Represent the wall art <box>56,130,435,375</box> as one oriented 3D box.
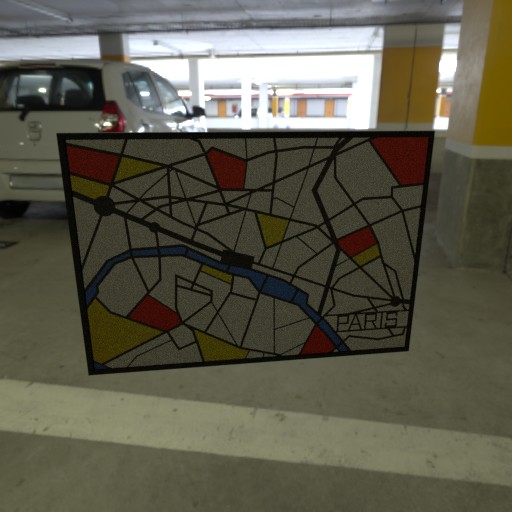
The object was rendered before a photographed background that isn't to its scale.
[{"bbox_3d":[0.000,0.000,0.848,0.664,0.458,0.013,-2,18,-8],"label":"wall art"}]
